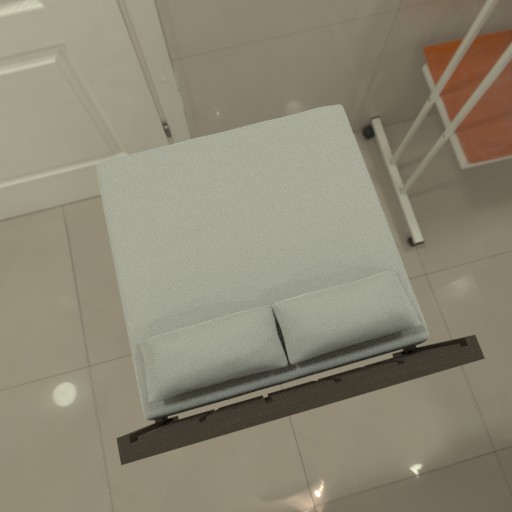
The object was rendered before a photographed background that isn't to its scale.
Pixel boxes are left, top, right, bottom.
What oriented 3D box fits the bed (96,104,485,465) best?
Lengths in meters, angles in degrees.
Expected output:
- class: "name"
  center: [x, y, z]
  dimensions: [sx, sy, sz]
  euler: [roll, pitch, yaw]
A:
- class: "bed"
  center: [0.000, 0.000, 3.385]
  dimensions: [2.143, 1.261, 2.238]
  euler: [-15, 75, -4]
